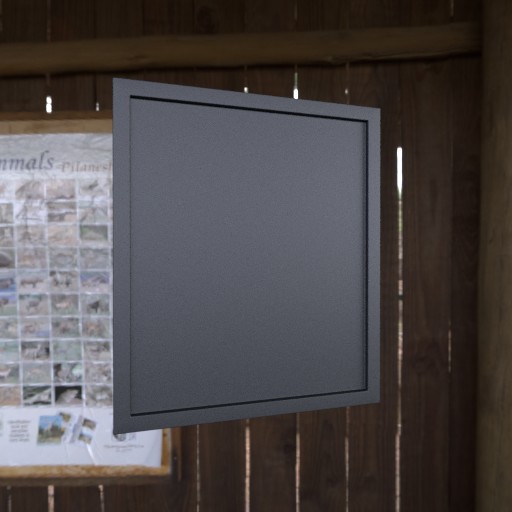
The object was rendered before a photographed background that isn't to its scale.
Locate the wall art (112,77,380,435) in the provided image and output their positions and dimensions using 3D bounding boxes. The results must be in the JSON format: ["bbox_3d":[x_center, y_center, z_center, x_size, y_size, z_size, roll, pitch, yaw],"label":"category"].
[{"bbox_3d":[0.000,0.000,0.534,0.328,0.381,0.028,0,0,-18],"label":"wall art"}]
